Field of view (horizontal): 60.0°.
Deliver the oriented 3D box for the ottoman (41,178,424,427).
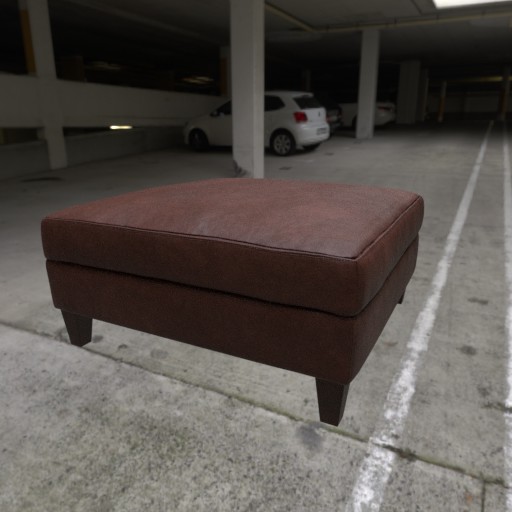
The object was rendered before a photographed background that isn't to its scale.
[{"bbox_3d":[0.000,0.000,1.314,0.844,0.415,0.836,8,19,26],"label":"ottoman"}]
